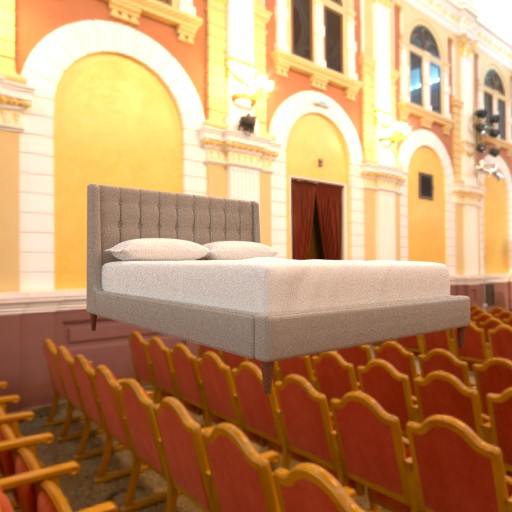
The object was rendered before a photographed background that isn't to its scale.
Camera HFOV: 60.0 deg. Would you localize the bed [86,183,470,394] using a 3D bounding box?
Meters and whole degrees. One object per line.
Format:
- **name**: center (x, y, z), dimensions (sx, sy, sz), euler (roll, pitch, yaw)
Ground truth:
- **bed**: center (0.000, 0.000, 3.121), dimensions (1.656, 1.147, 2.232), euler (1, -1, -38)
